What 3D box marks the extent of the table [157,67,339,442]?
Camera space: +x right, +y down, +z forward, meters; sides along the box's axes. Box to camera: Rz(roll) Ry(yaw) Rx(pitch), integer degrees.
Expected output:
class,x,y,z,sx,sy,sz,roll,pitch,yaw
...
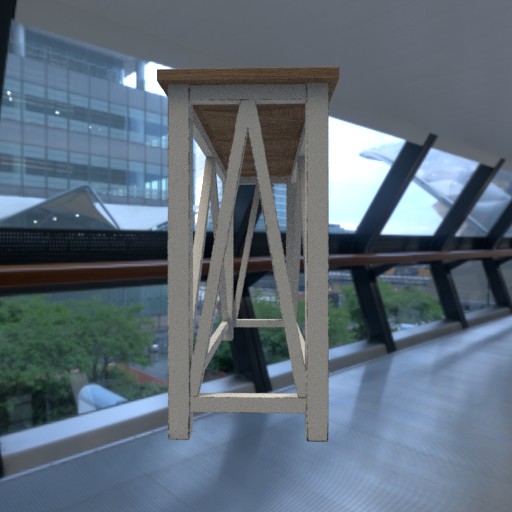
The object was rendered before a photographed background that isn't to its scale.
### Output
class,x,y,z,sx,sy,sz,roll,pitch,yaw
table,0.000,0.000,1.790,0.450,0.930,1.400,0,0,2
